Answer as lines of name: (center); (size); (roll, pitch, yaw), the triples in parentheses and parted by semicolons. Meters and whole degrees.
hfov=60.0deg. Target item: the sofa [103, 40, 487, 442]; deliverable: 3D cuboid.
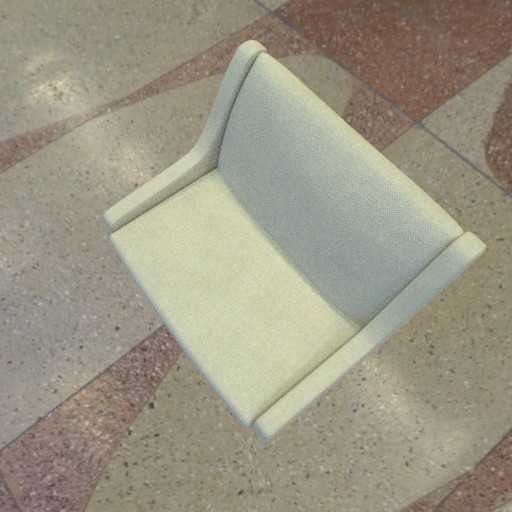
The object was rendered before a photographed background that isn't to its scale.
sofa: (0.000, 0.000, 1.902); (0.946, 0.976, 1.212); (-35, 70, -15)
